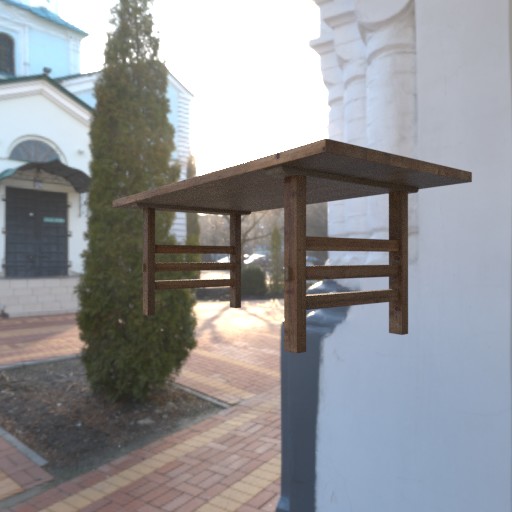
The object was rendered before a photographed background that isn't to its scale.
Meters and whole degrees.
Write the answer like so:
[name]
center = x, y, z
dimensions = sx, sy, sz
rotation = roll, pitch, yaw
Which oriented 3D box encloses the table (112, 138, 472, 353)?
[table]
center = 0.000, 0.000, 2.527
dimensions = 0.952, 0.760, 2.003
rotation = 0, 0, -37
